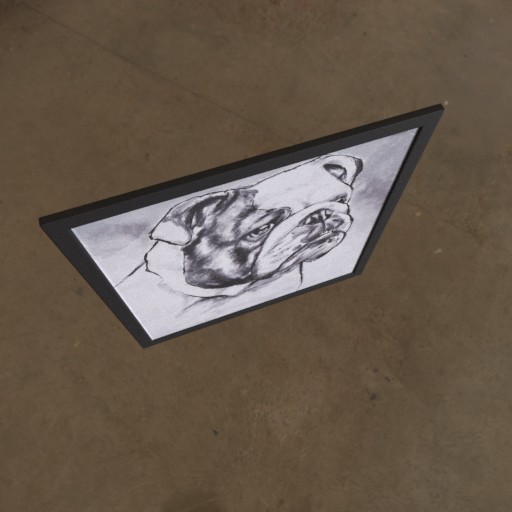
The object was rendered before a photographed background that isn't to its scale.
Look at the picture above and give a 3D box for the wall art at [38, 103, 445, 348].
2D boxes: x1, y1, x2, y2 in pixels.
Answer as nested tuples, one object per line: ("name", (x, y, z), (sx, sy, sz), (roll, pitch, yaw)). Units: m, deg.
("wall art", (0.000, 0.000, 0.830), (0.562, 0.558, 0.012), (-18, 64, -9))
